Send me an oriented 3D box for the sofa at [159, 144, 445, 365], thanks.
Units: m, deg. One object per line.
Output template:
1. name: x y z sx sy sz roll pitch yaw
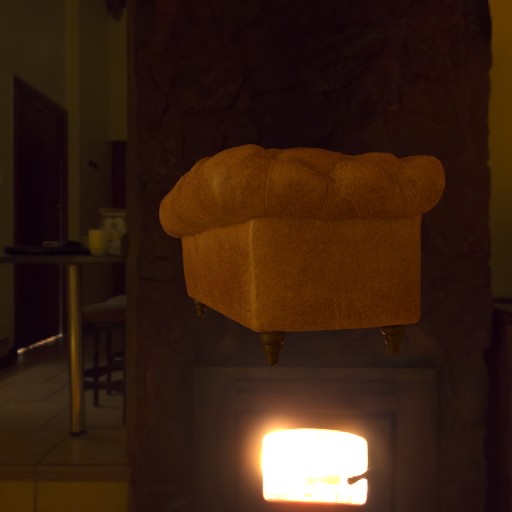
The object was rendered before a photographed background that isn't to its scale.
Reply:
1. sofa: 0.000 0.000 2.572 1.042 0.877 1.979 0 0 -18
